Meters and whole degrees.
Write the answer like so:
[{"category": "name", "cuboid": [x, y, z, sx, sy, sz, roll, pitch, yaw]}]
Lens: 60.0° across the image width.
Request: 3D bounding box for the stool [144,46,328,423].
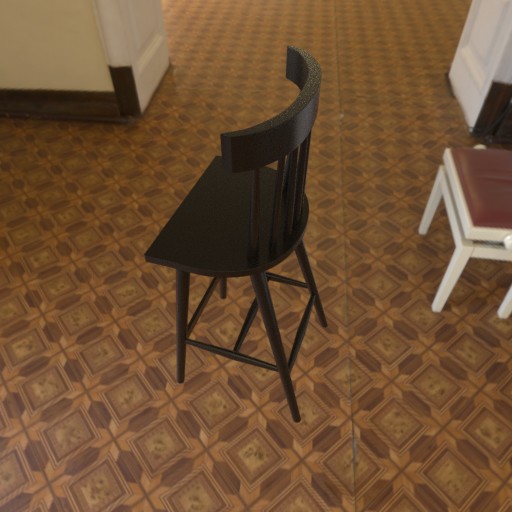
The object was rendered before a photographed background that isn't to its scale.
[{"category": "stool", "cuboid": [0.000, 0.000, 1.361, 0.483, 1.092, 0.482, 14, 48, 13]}]
